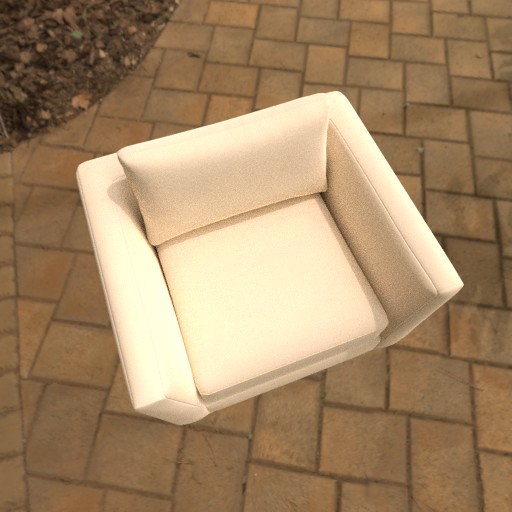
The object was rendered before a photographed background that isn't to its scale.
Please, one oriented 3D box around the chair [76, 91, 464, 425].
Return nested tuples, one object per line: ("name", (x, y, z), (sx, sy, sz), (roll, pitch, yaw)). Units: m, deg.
("chair", (0.000, 0.000, 1.664), (1.041, 0.865, 0.889), (-19, 65, -9))
